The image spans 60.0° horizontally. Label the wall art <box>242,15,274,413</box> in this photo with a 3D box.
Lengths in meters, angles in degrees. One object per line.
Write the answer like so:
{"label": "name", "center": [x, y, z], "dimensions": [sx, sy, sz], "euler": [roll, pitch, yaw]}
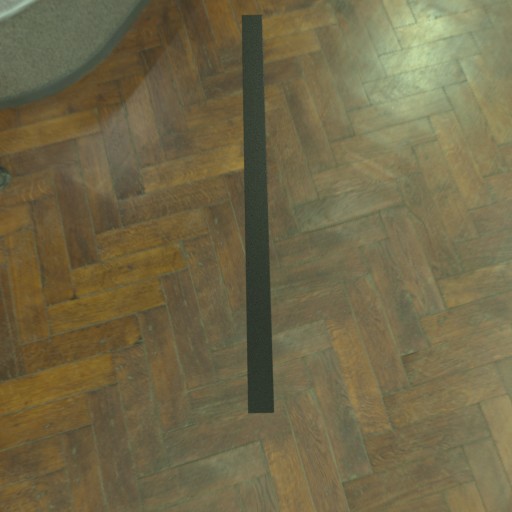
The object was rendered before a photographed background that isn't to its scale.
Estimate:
{"label": "wall art", "center": [0.000, 0.000, 0.532], "dimensions": [0.018, 0.397, 0.325], "euler": [-1, 75, 0]}
